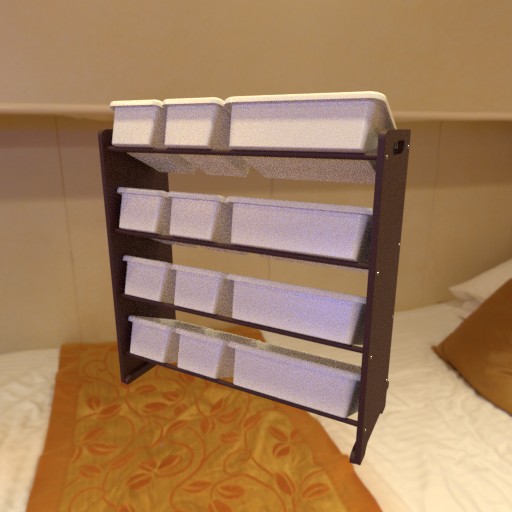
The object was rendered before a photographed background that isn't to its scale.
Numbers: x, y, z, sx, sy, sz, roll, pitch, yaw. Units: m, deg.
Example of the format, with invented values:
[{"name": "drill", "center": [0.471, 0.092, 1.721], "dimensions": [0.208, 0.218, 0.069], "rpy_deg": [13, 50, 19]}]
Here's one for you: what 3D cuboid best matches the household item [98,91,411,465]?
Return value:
[{"name": "household item", "center": [0.000, 0.000, 1.303], "dimensions": [0.787, 0.864, 0.389], "rpy_deg": [8, 18, 27]}]
